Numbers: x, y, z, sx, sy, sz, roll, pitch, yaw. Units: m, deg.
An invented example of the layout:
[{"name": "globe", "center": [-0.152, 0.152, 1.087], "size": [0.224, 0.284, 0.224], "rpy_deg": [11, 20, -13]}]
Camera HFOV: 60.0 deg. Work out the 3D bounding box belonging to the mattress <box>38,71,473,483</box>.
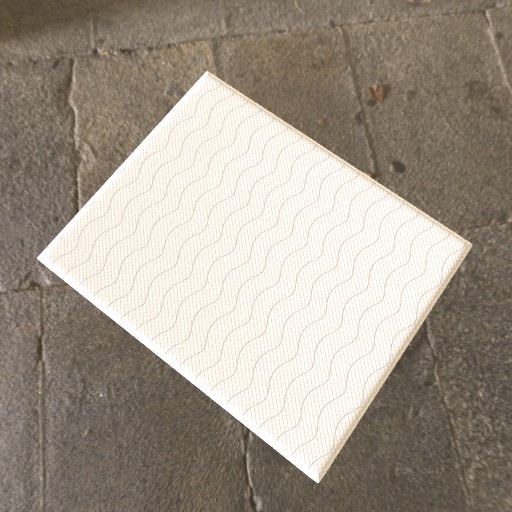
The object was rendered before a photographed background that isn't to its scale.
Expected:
[{"name": "mattress", "center": [0.000, 0.000, 2.695], "size": [2.000, 0.230, 1.600], "rpy_deg": [36, 78, 9]}]
